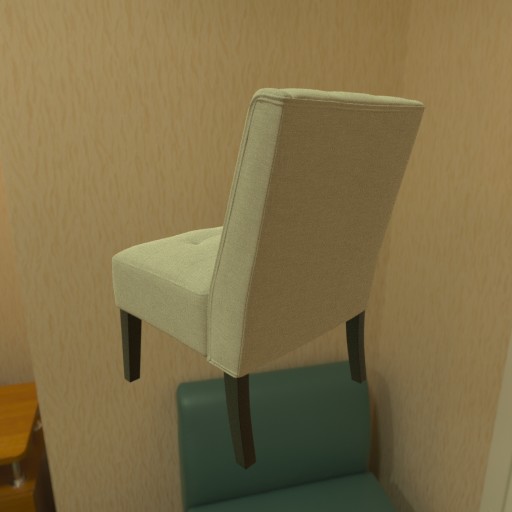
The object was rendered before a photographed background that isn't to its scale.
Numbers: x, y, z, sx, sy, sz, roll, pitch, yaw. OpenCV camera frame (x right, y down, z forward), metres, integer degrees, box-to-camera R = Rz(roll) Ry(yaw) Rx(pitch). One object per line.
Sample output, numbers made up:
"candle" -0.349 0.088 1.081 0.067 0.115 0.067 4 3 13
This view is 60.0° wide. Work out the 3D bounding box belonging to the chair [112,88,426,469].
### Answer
"chair" 0.000 0.000 1.269 0.676 0.853 0.569 15 22 42
